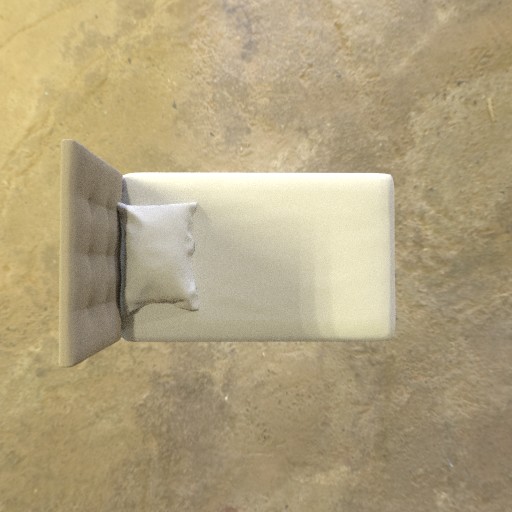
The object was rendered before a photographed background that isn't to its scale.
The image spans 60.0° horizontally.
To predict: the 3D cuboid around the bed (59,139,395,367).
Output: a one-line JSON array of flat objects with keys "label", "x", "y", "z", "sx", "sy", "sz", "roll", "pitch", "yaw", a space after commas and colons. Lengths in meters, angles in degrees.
[{"label": "bed", "x": 0.000, "y": 0.000, "z": 2.978, "sx": 1.997, "sy": 1.571, "sz": 1.261, "roll": 0, "pitch": 89, "yaw": -1}]
